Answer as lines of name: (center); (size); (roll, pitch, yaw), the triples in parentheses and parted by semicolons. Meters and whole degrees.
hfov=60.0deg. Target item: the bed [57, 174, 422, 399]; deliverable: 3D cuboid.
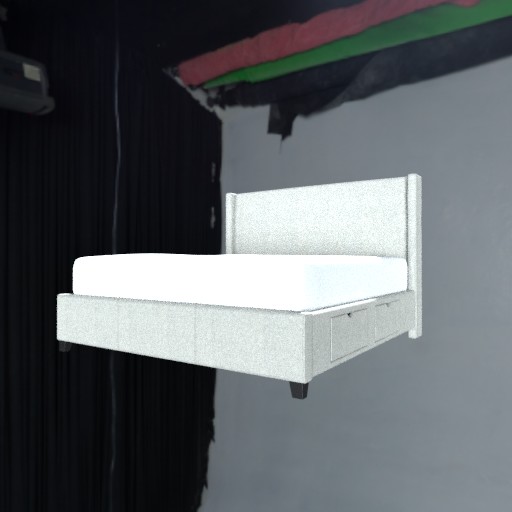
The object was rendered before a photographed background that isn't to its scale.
bed: (0.000, 0.000, 3.724); (2.140, 1.470, 2.280); (0, 0, 34)
